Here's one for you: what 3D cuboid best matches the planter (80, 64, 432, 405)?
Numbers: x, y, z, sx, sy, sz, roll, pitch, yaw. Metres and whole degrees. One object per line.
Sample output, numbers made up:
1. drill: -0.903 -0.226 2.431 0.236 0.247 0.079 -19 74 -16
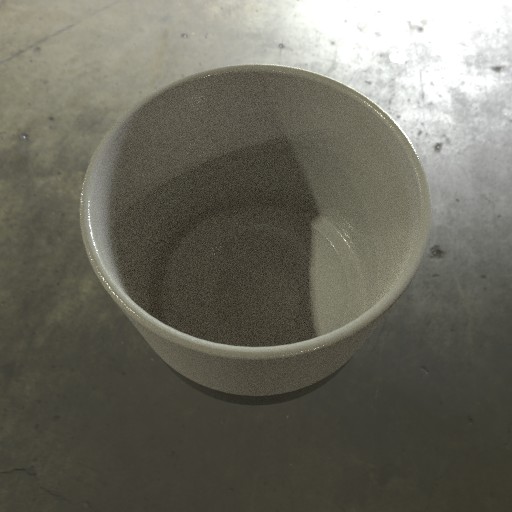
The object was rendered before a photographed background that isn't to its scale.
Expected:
1. planter: 0.000 0.000 0.323 0.193 0.177 0.193 0 63 0
